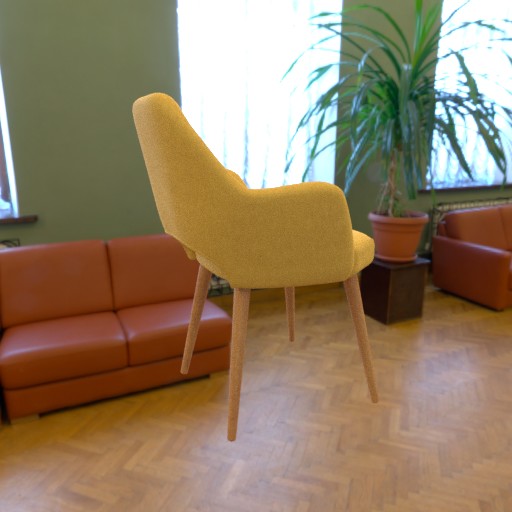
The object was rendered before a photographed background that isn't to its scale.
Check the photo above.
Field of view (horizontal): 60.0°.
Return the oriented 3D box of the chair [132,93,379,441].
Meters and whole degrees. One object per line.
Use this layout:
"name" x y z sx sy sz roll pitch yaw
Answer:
"chair" 0.000 0.000 1.262 0.610 0.840 0.590 -7 16 -26
